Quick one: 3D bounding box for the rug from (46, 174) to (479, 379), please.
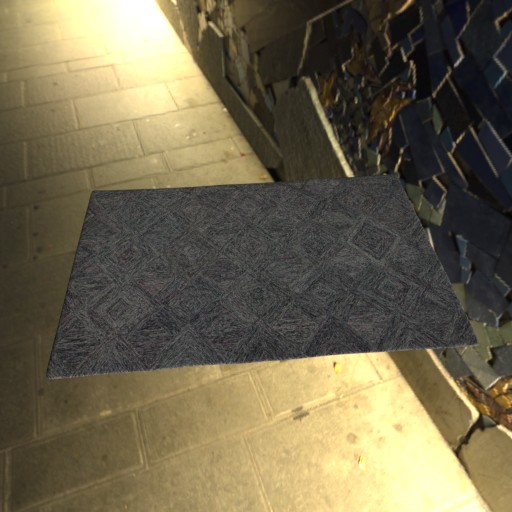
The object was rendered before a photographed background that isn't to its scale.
[{"bbox_3d":[0.000,0.000,2.157,1.752,0.013,1.158,-4,48,-4],"label":"rug"}]
